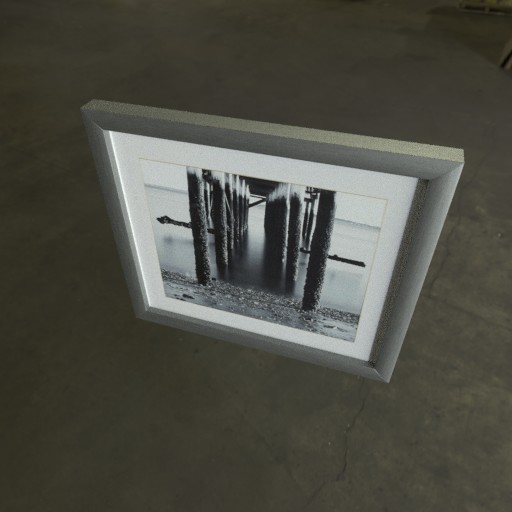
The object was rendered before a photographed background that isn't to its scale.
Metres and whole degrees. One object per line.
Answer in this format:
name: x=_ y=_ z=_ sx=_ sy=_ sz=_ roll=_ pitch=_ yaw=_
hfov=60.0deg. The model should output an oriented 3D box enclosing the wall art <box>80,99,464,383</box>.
wall art: x=0.000 y=0.000 z=0.537 sx=0.380 sy=0.330 sz=0.028 roll=12 pitch=42 yaw=13
